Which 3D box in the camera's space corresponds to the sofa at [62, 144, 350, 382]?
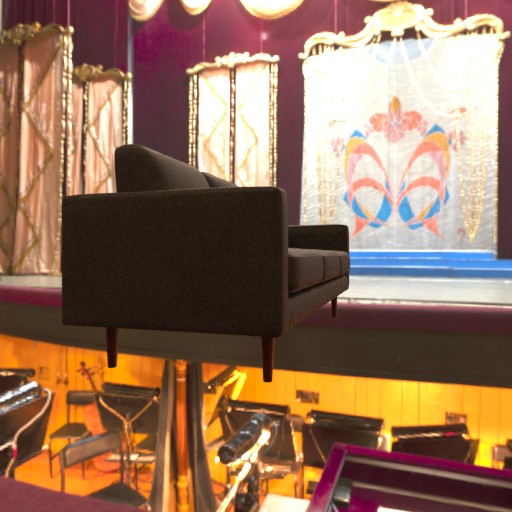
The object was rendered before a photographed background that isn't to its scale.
[{"bbox_3d":[0.000,0.000,2.487,0.879,0.899,2.029,0,0,18],"label":"sofa"}]
